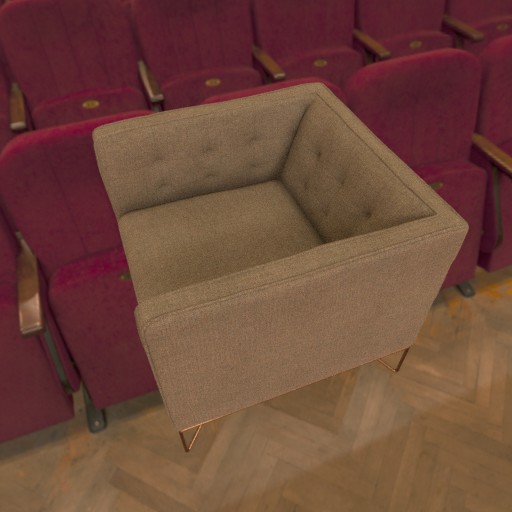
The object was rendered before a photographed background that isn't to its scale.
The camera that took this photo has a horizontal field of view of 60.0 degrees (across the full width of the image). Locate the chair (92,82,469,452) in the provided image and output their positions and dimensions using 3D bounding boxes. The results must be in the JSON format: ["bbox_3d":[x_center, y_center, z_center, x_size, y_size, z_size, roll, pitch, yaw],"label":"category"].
[{"bbox_3d":[0.000,0.000,1.642,0.912,0.799,0.920,-16,49,-14],"label":"chair"}]
